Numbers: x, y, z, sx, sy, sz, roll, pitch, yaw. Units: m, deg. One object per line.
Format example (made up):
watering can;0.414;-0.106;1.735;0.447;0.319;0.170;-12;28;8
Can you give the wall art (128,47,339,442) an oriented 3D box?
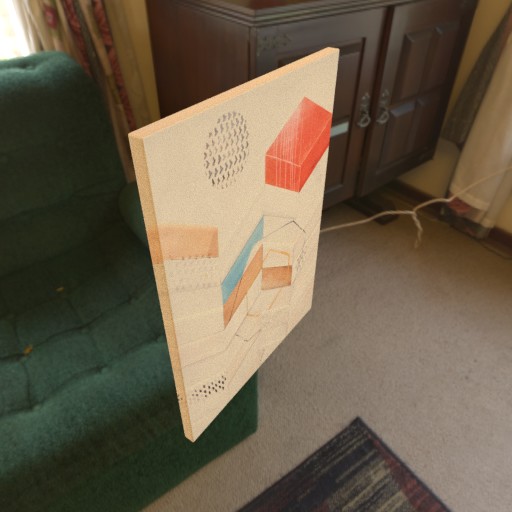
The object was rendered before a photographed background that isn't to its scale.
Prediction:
wall art;0.000;0.000;1.105;0.036;0.848;0.613;24;45;27
